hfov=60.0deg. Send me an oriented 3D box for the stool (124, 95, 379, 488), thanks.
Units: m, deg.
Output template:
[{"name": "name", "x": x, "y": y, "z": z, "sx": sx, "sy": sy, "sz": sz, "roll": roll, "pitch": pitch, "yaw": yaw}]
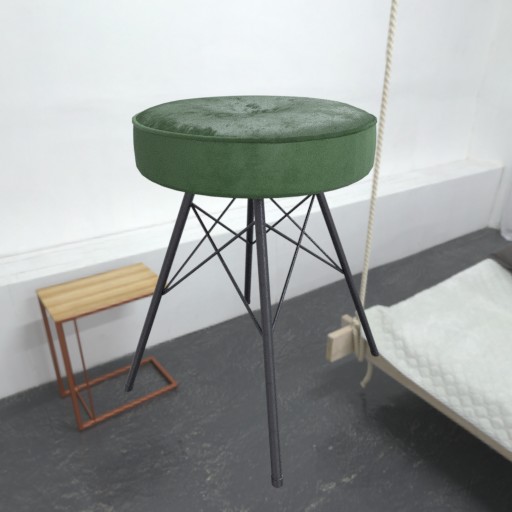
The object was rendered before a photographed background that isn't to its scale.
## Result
[{"name": "stool", "x": 0.000, "y": 0.000, "z": 0.912, "sx": 0.430, "sy": 0.595, "sz": 0.457, "roll": 18, "pitch": 31, "yaw": 32}]
